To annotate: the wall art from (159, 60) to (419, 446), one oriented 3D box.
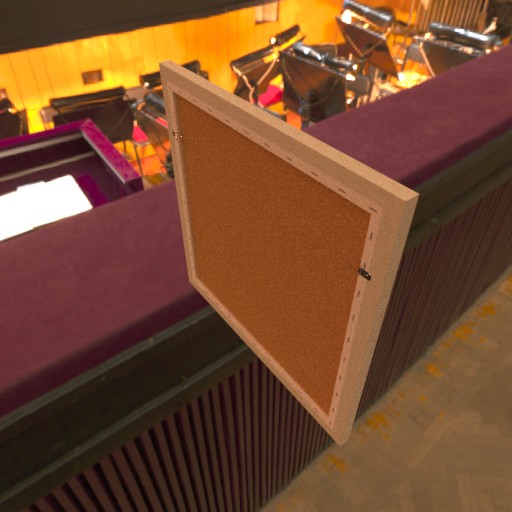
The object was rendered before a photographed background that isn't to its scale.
[{"bbox_3d":[0.000,0.000,1.508,0.045,1.016,1.016,-27,48,-27],"label":"wall art"}]
